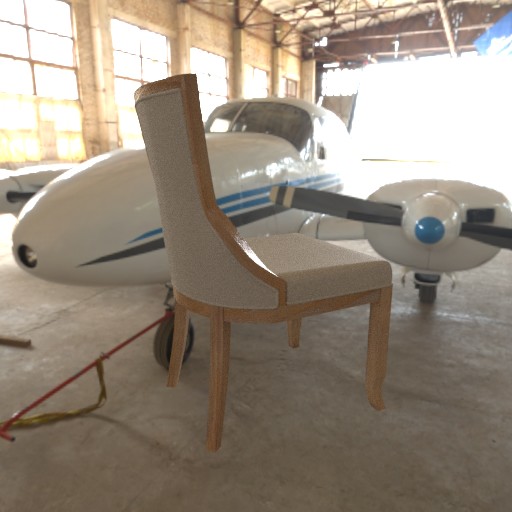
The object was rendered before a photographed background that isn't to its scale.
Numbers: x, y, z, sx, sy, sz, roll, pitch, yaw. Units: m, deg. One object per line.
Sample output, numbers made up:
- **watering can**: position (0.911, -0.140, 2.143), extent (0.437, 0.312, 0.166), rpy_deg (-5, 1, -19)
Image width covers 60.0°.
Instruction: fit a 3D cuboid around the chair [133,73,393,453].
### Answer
- **chair**: position (0.000, 0.000, 1.349), extent (0.641, 0.947, 0.524), rpy_deg (-7, 16, -27)
